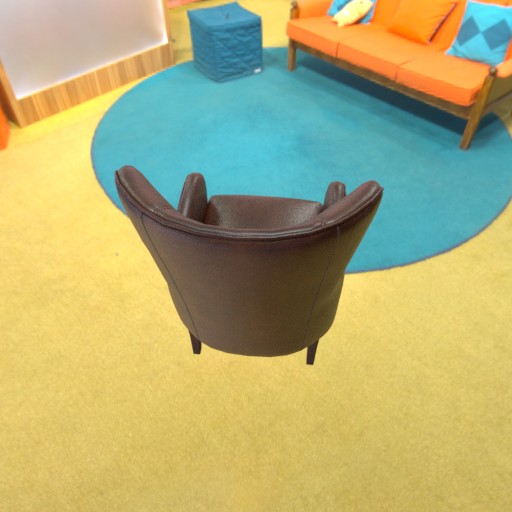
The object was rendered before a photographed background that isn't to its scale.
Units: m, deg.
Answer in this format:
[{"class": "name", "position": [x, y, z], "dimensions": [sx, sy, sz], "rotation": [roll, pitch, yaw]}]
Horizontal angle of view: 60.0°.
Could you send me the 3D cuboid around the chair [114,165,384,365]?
[{"class": "chair", "position": [0.000, 0.000, 1.646], "dimensions": [0.692, 1.048, 0.914], "rotation": [4, 46, 4]}]
